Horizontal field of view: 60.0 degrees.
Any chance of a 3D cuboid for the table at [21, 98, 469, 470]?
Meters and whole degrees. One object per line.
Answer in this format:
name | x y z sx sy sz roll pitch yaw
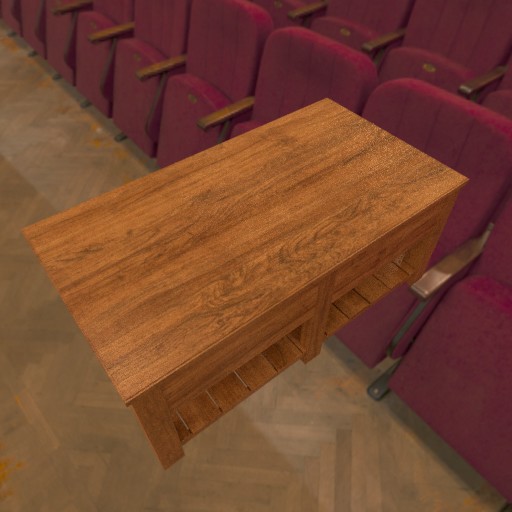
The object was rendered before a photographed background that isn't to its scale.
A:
table | 0.000 0.000 1.455 1.150 0.480 0.635 -30 55 -24
